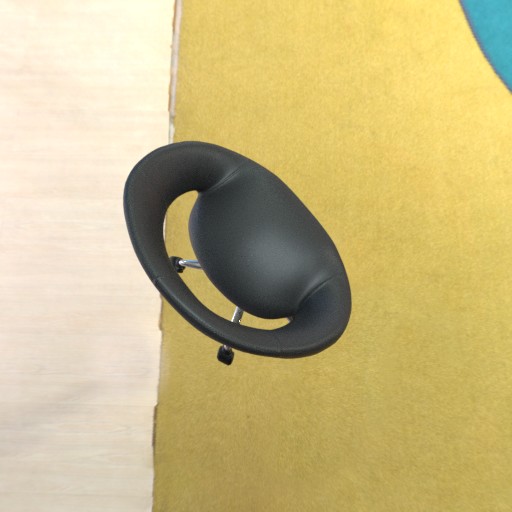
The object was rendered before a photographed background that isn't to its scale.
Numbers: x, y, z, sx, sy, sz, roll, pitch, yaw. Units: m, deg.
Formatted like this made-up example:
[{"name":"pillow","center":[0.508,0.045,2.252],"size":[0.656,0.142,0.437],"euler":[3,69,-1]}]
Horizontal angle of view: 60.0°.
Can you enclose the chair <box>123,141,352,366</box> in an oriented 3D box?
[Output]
[{"name":"chair","center":[0.000,0.000,1.200],"size":[0.538,0.791,0.612],"euler":[-37,79,-8]}]
